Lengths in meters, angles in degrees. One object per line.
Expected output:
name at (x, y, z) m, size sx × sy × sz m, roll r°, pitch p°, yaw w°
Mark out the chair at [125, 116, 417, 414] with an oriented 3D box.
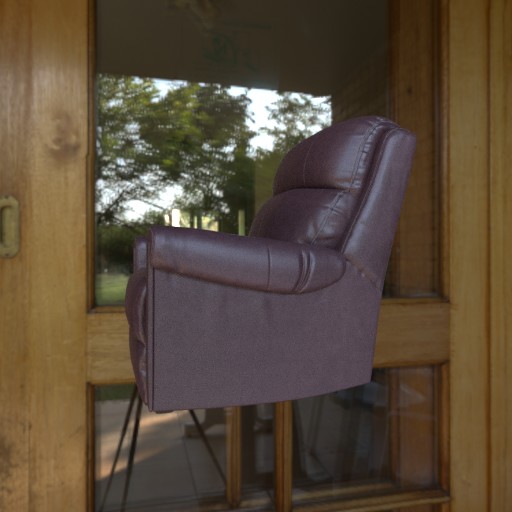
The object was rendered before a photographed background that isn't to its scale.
chair at (0.000, 0.000, 1.799) m, size 1.014 × 1.054 × 0.838 m, roll 0°, pitch 0°, yaw -19°
